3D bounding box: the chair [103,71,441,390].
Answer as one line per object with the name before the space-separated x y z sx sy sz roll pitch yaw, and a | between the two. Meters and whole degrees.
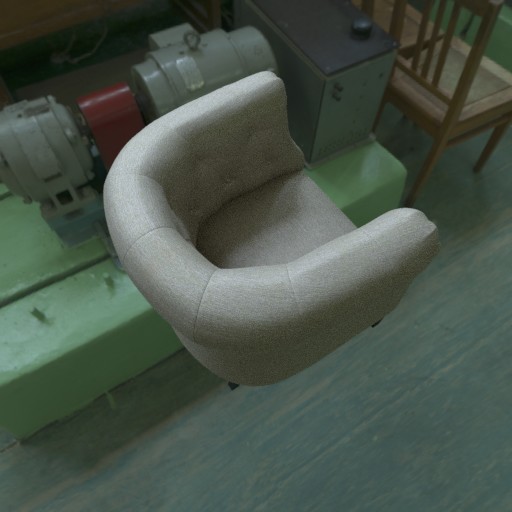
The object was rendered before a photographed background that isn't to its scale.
chair | 0.000 0.000 1.588 0.852 0.827 0.905 -29 63 -17
